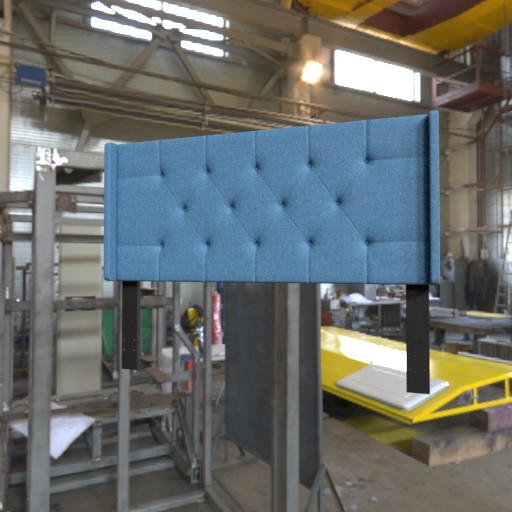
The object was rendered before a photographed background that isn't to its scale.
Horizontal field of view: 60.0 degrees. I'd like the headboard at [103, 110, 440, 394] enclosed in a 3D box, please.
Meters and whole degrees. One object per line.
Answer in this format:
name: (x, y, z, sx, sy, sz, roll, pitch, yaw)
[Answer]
headboard: (0.000, 0.000, 2.685, 2.051, 1.524, 0.184, 0, -1, 18)
